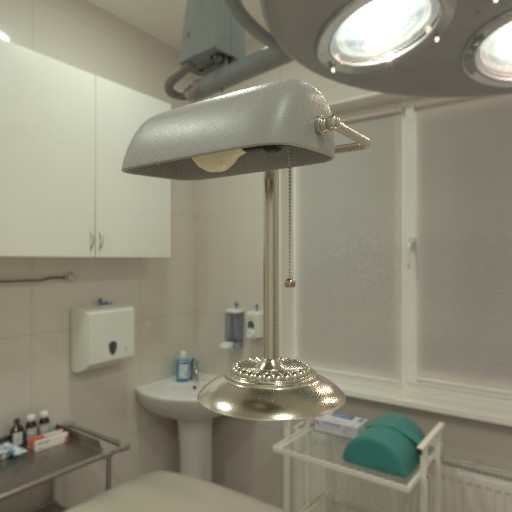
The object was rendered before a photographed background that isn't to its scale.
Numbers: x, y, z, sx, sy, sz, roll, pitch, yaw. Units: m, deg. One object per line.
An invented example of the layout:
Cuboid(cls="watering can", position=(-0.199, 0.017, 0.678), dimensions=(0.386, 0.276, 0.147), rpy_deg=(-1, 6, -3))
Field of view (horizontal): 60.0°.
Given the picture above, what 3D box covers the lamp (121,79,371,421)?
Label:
Cuboid(cls="lamp", position=(0.000, 0.000, 0.517), dimensions=(0.264, 0.339, 0.243), rpy_deg=(0, 0, 36))
